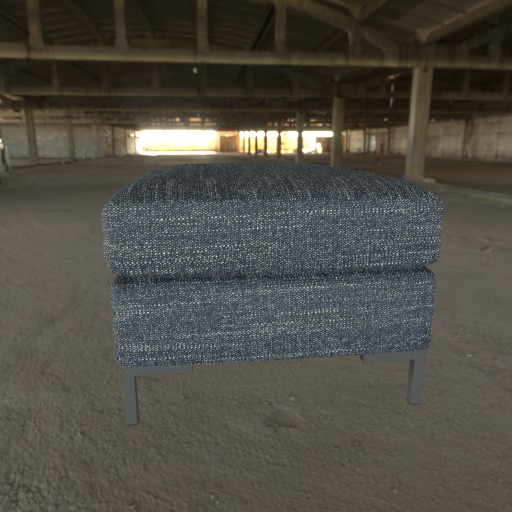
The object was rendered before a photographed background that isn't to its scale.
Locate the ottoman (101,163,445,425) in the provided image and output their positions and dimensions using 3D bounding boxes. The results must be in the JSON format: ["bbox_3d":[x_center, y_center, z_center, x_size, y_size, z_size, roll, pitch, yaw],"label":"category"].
[{"bbox_3d":[0.000,0.000,1.230,0.667,0.491,0.814,-2,14,-7],"label":"ottoman"}]
